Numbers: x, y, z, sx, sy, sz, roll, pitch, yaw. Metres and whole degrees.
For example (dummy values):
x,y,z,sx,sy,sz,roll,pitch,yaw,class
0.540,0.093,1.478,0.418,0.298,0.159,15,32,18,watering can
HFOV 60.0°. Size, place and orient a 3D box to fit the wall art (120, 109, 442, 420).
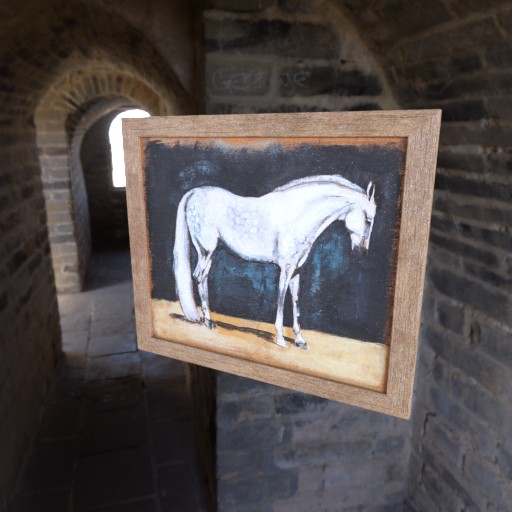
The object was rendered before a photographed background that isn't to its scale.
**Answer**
x,y,z,sx,sy,sz,roll,pitch,yaw,class
0.000,0.000,0.964,0.690,0.588,0.026,7,17,25,wall art
